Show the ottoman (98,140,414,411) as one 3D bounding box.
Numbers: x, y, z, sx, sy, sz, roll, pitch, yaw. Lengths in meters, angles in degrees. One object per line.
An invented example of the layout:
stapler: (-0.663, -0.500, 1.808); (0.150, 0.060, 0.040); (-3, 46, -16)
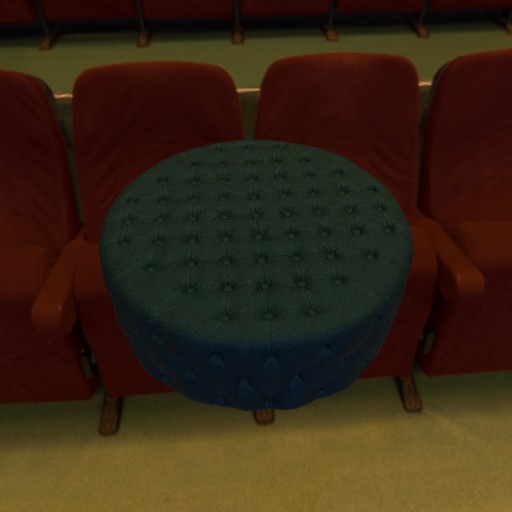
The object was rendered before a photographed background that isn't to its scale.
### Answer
ottoman: (0.000, 0.000, 1.513); (0.998, 0.398, 0.998); (0, 44, 0)
